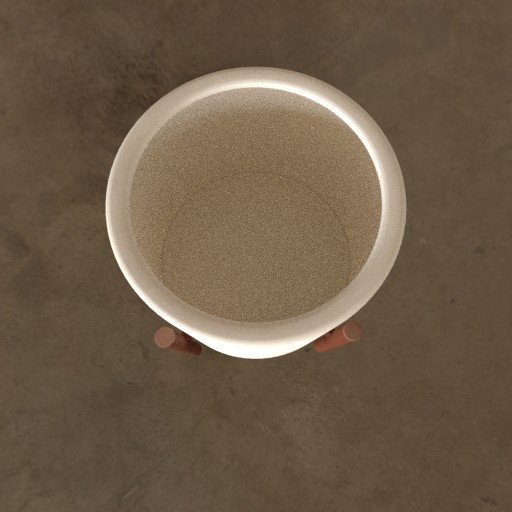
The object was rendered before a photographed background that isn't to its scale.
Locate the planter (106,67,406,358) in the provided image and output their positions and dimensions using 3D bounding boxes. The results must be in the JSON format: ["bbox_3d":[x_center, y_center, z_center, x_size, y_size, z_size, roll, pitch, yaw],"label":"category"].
[{"bbox_3d":[0.000,0.000,0.500,0.224,0.358,0.224,-2,75,-1],"label":"planter"}]
